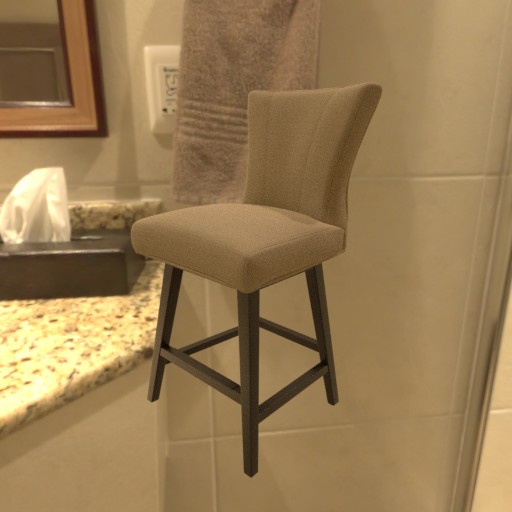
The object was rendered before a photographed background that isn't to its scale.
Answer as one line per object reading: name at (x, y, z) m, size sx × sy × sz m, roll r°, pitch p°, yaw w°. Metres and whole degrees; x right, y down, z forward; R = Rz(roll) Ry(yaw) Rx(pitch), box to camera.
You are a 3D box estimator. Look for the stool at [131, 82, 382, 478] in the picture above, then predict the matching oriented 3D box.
stool at (0.000, 0.000, 1.366) m, size 0.514 × 1.000 × 0.574 m, roll 16°, pitch 23°, yaw 42°
